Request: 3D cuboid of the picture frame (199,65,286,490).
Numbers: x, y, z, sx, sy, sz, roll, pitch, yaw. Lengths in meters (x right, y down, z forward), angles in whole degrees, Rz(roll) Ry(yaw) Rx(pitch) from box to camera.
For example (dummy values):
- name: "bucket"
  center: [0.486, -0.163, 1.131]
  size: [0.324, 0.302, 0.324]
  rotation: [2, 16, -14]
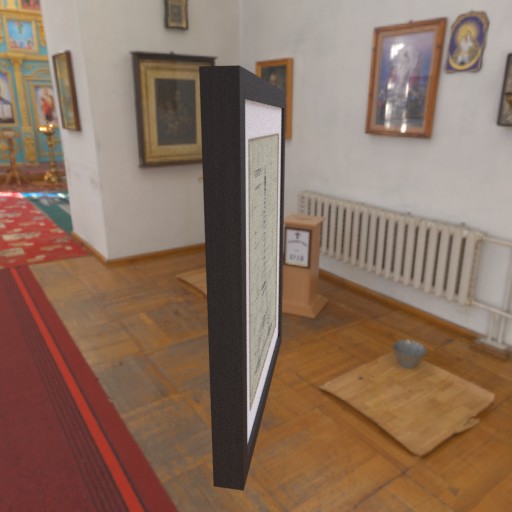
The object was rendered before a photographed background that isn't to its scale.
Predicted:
- name: "picture frame"
  center: [0.000, 0.000, 0.762]
  size: [0.044, 0.555, 0.452]
  rotation: [3, 17, 9]
